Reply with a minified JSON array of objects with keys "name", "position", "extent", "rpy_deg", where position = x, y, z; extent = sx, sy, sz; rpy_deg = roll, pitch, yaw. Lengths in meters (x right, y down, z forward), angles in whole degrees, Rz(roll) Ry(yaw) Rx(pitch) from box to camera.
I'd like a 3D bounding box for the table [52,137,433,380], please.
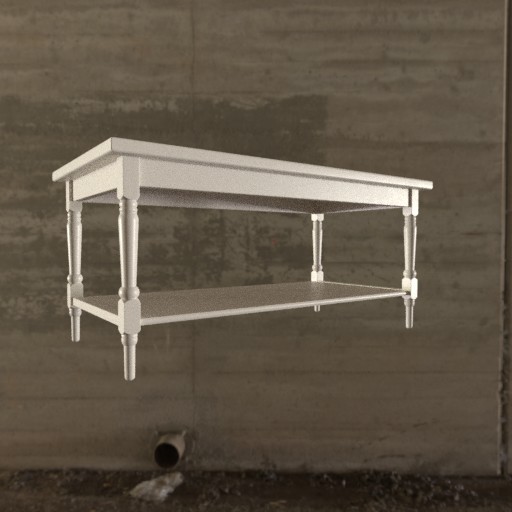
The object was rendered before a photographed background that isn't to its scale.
[{"name":"table","position":[0.000,0.000,1.435],"extent":[1.107,0.510,0.550],"rpy_deg":[-1,2,-36]}]
